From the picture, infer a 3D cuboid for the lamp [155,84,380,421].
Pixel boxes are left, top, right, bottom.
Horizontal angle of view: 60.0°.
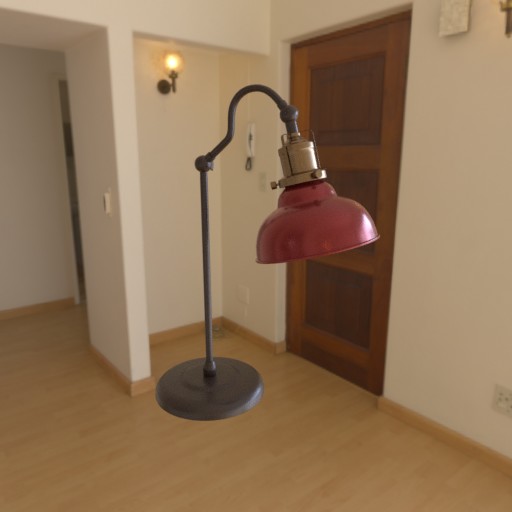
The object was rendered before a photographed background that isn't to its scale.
[{"bbox_3d":[0.000,0.000,0.695,0.374,0.508,0.192,6,14,26],"label":"lamp"}]
